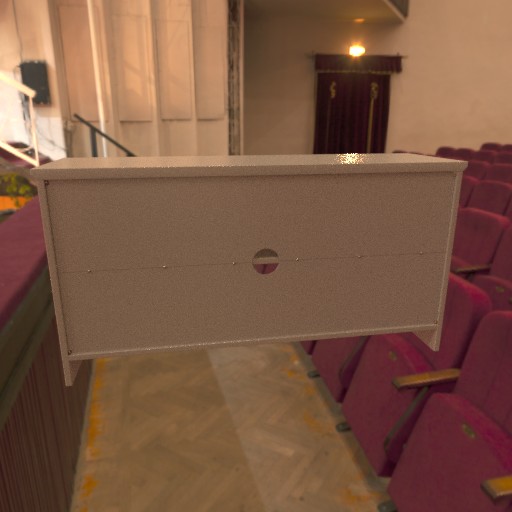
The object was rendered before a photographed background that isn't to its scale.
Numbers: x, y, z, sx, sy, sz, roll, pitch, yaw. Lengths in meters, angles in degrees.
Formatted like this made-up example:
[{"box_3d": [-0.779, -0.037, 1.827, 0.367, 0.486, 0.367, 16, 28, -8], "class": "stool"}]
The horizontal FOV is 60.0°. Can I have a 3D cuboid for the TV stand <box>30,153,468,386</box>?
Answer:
[{"box_3d": [0.000, 0.000, 1.414, 1.167, 0.603, 0.344, -3, 17, -10], "class": "TV stand"}]
